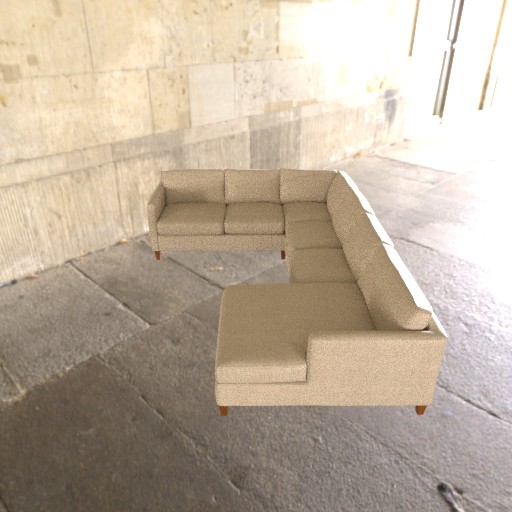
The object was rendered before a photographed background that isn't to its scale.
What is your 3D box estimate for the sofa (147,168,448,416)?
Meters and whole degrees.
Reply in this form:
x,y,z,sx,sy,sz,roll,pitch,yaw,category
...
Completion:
x,y,z,sx,sy,sz,roll,pitch,yaw,category
0.000,0.000,4.574,2.594,0.961,3.460,0,28,0,sofa
